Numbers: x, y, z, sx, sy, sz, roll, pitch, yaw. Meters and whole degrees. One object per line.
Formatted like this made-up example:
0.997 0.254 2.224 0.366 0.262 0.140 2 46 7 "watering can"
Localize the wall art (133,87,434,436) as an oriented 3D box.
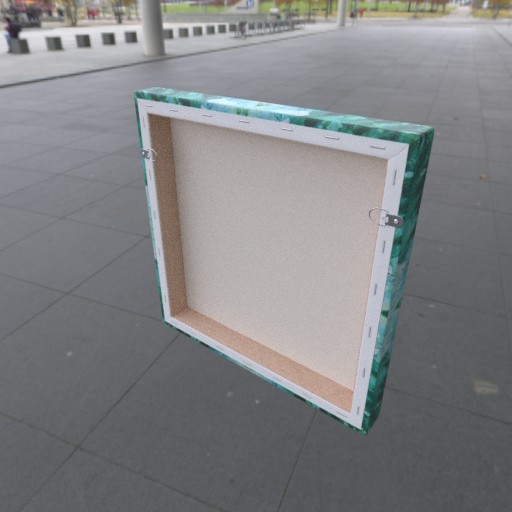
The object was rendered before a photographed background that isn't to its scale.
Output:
0.000 0.000 0.479 0.313 0.313 0.033 21 35 32 "wall art"
